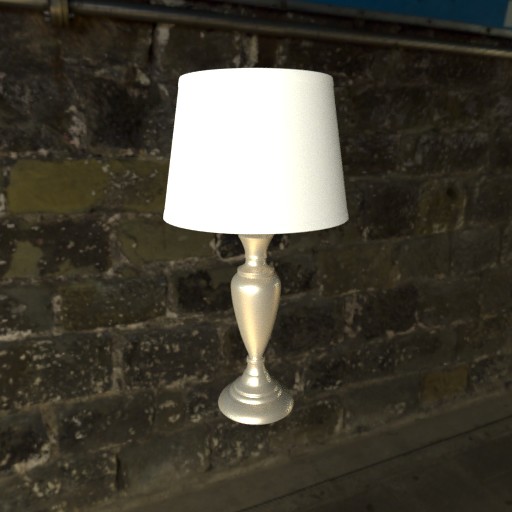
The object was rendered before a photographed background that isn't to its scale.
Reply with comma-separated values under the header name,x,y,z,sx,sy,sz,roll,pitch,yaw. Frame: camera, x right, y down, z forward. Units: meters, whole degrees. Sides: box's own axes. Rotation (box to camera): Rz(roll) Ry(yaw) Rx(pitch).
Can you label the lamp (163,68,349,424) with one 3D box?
name,x,y,z,sx,sy,sz,roll,pitch,yaw
lamp,0.000,0.000,0.821,0.328,0.612,0.328,0,15,0
